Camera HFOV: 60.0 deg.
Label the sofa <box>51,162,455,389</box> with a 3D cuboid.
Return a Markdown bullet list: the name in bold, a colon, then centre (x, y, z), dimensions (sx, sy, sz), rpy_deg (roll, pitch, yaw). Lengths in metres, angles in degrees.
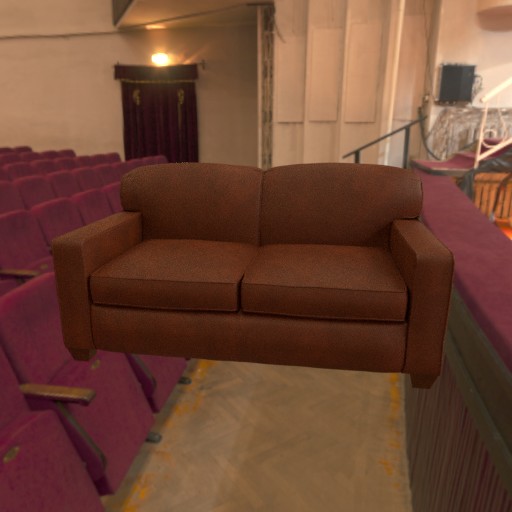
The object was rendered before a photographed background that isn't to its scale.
- **sofa**: centre (0.000, 0.000, 2.446), dimensions (1.856, 0.966, 1.000), rpy_deg (2, 16, 8)
